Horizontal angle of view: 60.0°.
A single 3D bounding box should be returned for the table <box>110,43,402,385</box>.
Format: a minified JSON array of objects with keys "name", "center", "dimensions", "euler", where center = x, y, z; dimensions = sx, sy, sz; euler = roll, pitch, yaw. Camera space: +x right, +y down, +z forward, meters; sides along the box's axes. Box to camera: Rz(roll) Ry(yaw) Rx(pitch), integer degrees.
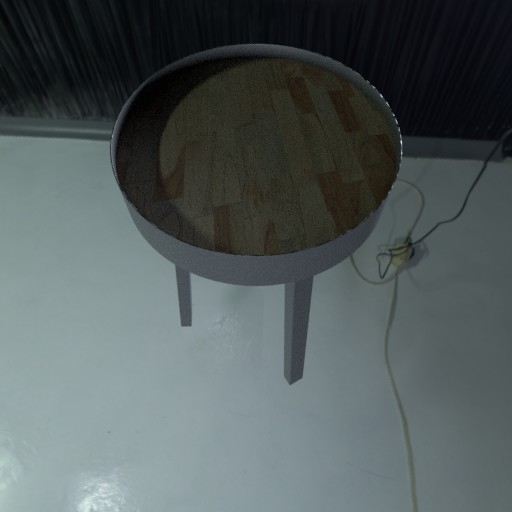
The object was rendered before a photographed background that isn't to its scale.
[{"name":"table","center":[0.000,0.000,0.920],"dimensions":[0.406,0.686,0.406],"euler":[0,59,0]}]
